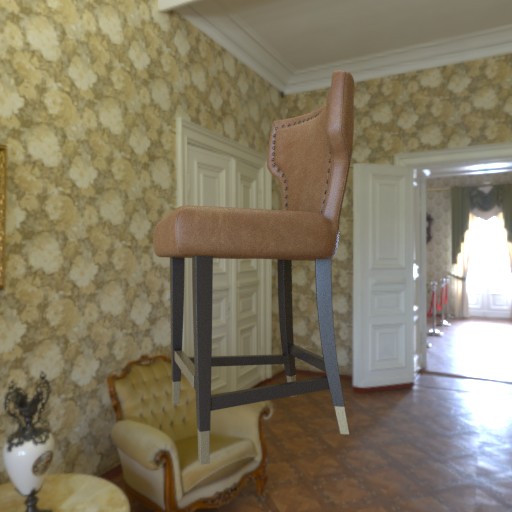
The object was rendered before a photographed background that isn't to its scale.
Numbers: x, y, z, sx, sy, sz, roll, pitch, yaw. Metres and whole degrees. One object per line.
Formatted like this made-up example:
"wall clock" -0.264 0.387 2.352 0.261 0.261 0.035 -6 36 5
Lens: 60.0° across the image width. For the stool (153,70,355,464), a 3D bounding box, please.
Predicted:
"stool" 0.000 0.000 1.334 0.563 0.982 0.526 0 -1 -18
